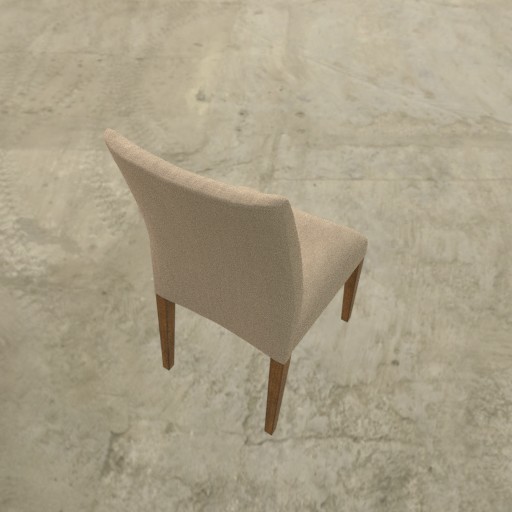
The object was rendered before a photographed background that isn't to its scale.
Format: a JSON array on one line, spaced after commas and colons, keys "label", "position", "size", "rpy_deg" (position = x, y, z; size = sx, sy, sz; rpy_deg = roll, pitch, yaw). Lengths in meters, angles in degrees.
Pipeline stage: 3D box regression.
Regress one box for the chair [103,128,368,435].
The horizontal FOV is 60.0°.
[{"label": "chair", "position": [0.000, 0.000, 1.296], "size": [0.496, 0.940, 0.585], "rpy_deg": [25, 52, 22]}]
